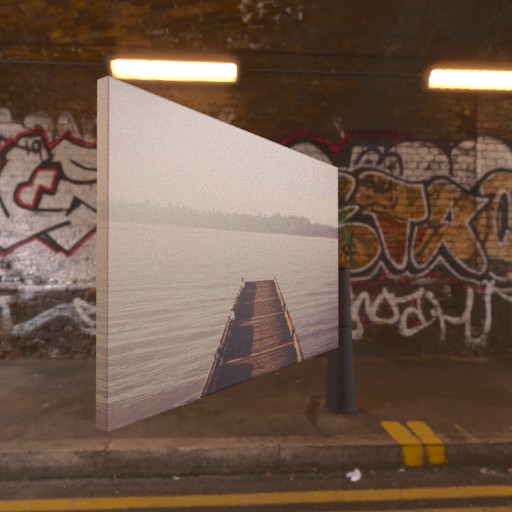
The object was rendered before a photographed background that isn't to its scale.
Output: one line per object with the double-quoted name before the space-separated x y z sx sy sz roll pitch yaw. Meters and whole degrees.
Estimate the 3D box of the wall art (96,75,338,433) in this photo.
"wall art" 0.000 0.000 0.763 0.021 0.410 0.615 0 -1 35
